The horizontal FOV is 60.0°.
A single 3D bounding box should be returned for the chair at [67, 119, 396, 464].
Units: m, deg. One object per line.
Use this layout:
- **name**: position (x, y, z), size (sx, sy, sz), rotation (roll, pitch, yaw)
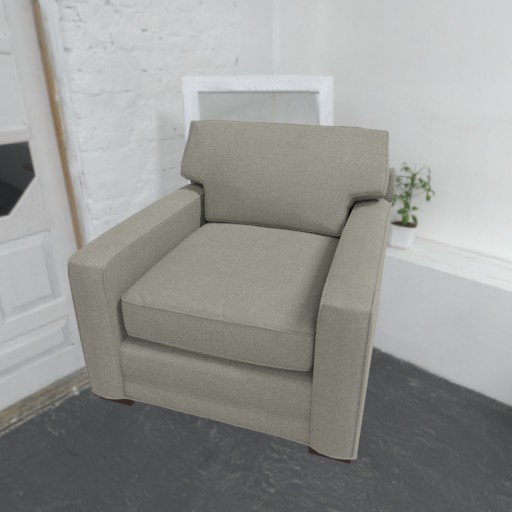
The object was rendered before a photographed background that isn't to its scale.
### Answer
- **chair**: position (0.000, 0.000, 1.797), size (0.999, 0.934, 1.044), rotation (8, 27, 16)
